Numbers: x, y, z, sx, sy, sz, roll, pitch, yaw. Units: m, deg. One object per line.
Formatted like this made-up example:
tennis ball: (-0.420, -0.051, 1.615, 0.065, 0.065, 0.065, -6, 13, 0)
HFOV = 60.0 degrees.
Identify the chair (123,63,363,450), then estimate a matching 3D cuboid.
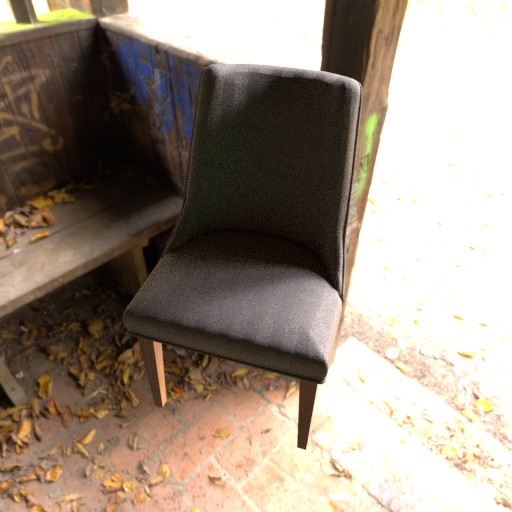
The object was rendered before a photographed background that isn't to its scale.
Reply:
chair: (0.000, 0.000, 1.305, 0.548, 0.916, 0.636, 11, 44, 12)
